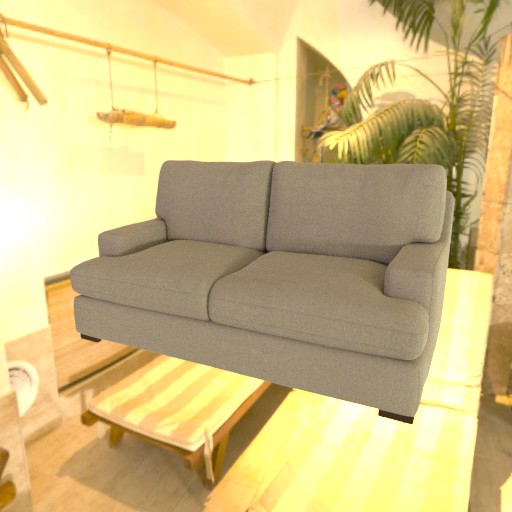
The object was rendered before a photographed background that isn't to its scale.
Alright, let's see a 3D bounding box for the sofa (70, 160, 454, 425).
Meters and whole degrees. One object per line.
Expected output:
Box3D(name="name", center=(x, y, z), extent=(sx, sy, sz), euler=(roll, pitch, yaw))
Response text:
Box3D(name="sofa", center=(0.000, 0.000, 2.364), extent=(1.855, 0.980, 0.962), euler=(7, 15, 26))
